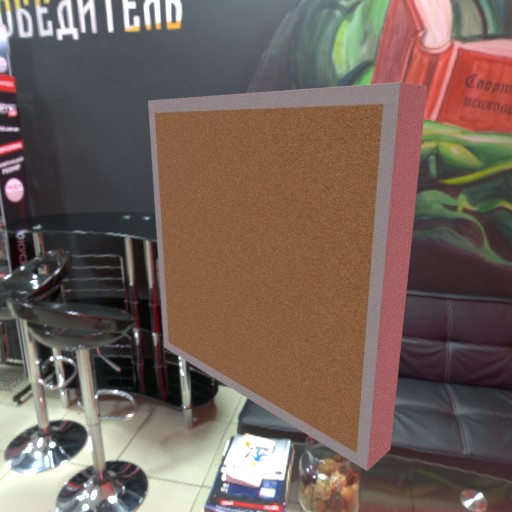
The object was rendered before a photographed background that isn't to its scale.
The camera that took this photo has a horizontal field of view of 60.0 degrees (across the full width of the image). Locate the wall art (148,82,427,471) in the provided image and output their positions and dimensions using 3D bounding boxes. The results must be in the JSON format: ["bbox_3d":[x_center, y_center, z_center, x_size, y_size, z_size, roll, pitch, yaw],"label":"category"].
[{"bbox_3d":[0.000,0.000,0.445,0.038,0.305,0.305,-15,22,-42],"label":"wall art"}]
